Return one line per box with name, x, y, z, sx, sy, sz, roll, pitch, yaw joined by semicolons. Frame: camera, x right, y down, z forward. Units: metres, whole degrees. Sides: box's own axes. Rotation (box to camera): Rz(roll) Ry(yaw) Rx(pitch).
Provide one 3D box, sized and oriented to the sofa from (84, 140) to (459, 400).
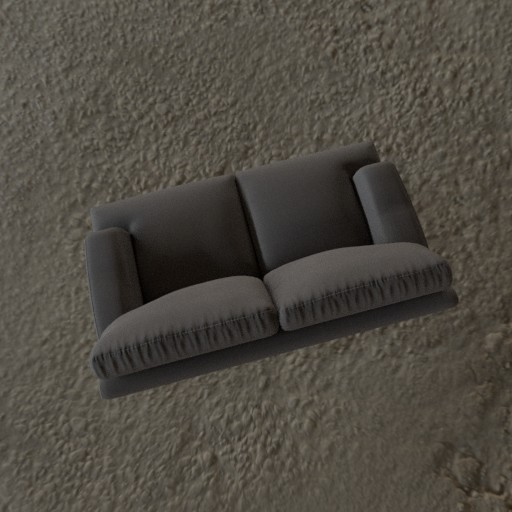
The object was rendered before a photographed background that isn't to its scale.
sofa;0.000;0.000;2.560;1.880;0.940;1.143;-14;77;-3
